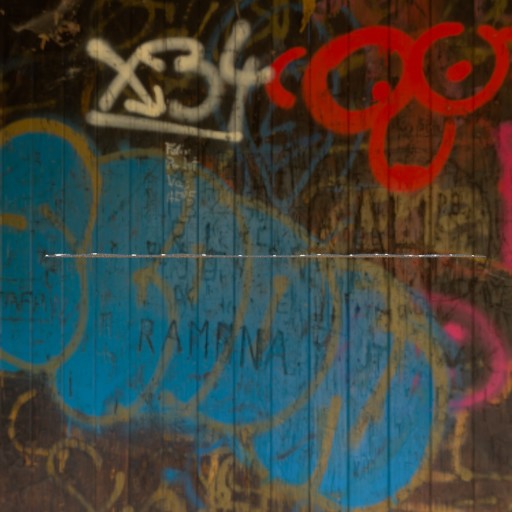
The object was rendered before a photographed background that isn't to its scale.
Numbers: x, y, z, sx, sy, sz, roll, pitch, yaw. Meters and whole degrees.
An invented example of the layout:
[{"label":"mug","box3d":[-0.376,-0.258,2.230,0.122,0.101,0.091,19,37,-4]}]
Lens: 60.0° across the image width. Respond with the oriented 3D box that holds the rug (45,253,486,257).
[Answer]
[{"label":"rug","box3d":[0.000,0.000,3.025,2.448,0.017,1.529,0,0,-19]}]
